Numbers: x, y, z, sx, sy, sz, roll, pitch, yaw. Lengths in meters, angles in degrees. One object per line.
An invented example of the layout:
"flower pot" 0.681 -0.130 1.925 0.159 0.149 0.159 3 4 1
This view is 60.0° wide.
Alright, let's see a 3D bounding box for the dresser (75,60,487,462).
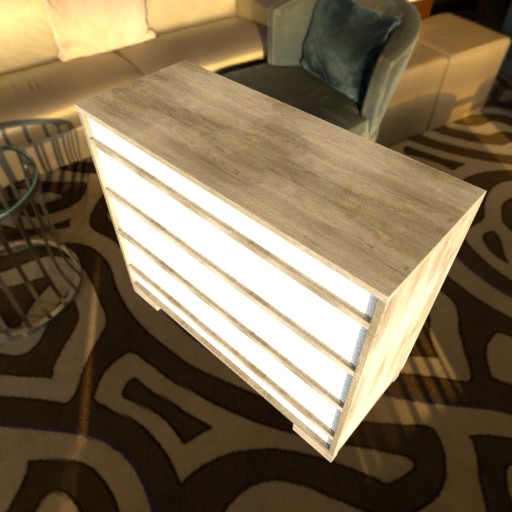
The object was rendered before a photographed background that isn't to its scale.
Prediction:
"dresser" 0.000 0.000 1.388 0.994 0.816 0.404 34 55 28
